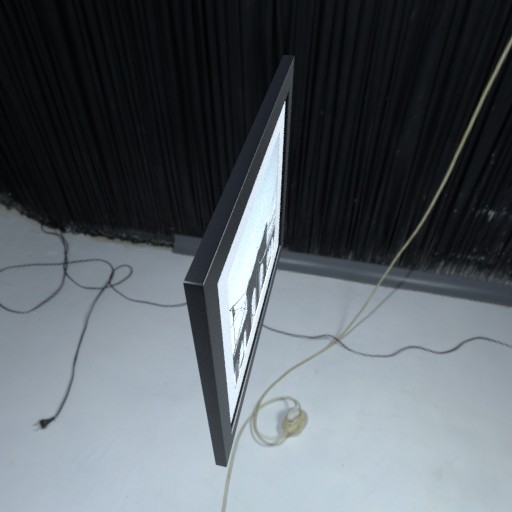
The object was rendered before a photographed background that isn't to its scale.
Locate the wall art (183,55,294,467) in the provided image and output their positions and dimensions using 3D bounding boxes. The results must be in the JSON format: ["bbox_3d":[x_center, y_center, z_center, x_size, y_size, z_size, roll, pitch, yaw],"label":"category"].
[{"bbox_3d":[0.000,0.000,0.731,0.018,0.450,0.521,9,46,9],"label":"wall art"}]
